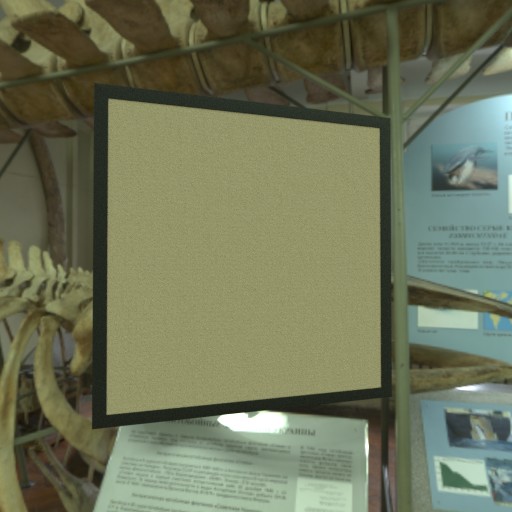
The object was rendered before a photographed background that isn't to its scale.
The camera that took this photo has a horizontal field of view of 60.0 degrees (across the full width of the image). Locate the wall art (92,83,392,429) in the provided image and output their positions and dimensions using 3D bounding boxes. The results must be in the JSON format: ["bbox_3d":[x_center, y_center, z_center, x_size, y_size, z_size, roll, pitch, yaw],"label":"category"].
[{"bbox_3d":[0.000,0.000,0.444,0.306,0.304,0.015,0,-1,-18],"label":"wall art"}]
